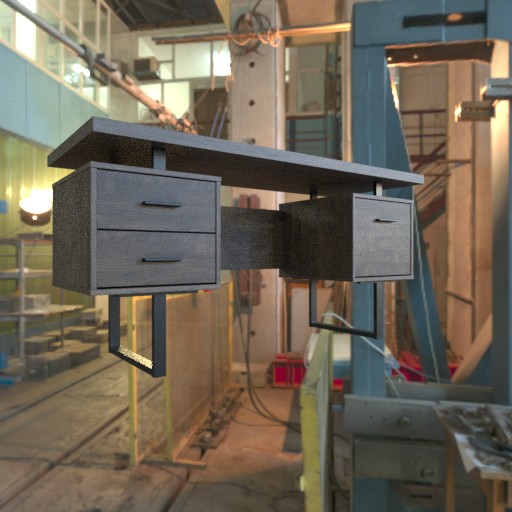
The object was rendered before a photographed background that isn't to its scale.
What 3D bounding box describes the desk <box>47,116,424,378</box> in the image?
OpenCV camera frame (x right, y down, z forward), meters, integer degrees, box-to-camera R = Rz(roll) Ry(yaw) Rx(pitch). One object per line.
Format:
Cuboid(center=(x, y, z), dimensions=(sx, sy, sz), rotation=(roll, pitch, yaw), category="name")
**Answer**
Cuboid(center=(0.000, 0.000, 1.889), dimensions=(1.524, 0.760, 0.600), rotation=(0, 0, -36), category="desk")
